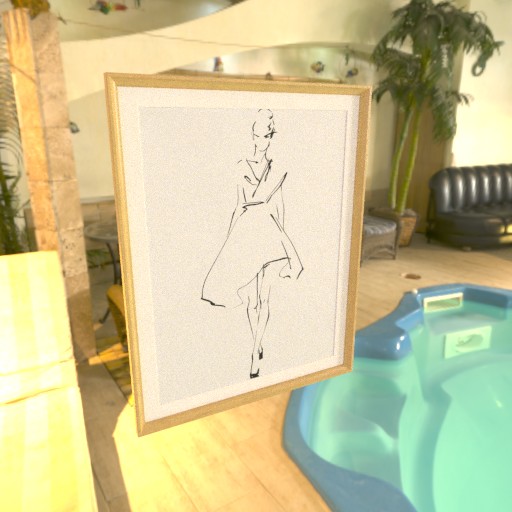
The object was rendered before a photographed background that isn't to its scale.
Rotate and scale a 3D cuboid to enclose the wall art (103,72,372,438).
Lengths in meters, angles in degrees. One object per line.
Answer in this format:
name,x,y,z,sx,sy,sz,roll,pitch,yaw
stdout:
wall art,0.000,0.000,1.354,0.798,1.002,0.030,-8,18,-26
